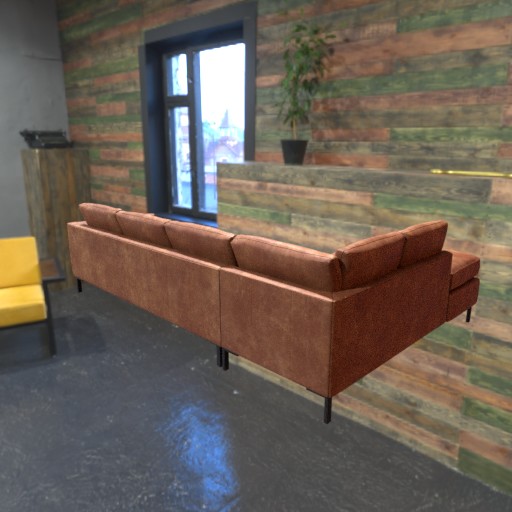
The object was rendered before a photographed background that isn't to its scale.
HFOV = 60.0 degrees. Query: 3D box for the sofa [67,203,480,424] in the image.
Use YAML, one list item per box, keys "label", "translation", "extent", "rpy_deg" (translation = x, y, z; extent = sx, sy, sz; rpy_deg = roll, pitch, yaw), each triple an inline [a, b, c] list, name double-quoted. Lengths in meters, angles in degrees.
- label: "sofa"
  translation: [0.000, 0.000, 3.753]
  extent: [2.984, 0.877, 1.938]
  rpy_deg: [14, 20, 43]
